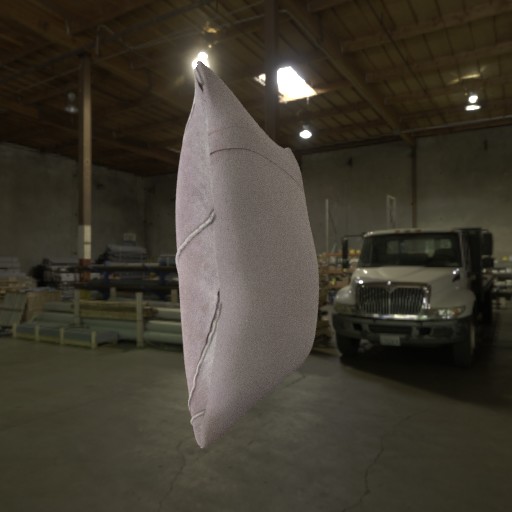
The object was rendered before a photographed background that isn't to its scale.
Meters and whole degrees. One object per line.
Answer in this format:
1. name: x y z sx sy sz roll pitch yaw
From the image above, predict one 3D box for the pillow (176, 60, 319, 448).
1. pillow: 0.000 0.000 0.693 0.185 0.440 0.439 0 -1 18
